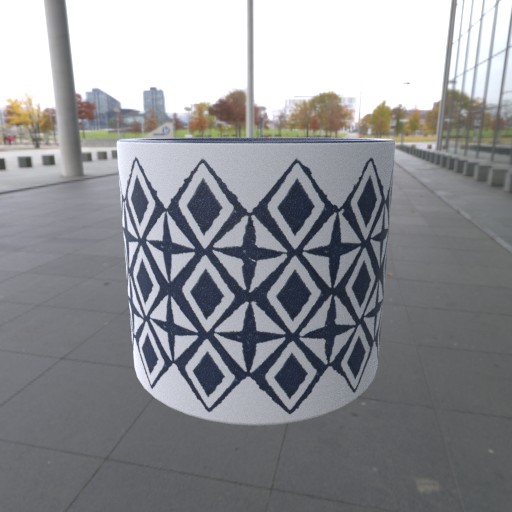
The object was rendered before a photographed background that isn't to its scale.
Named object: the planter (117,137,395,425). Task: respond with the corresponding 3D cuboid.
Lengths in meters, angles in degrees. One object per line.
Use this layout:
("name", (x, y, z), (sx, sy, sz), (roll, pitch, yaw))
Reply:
("planter", (0.000, 0.000, 0.397), (0.224, 0.203, 0.224), (0, 15, 0))
